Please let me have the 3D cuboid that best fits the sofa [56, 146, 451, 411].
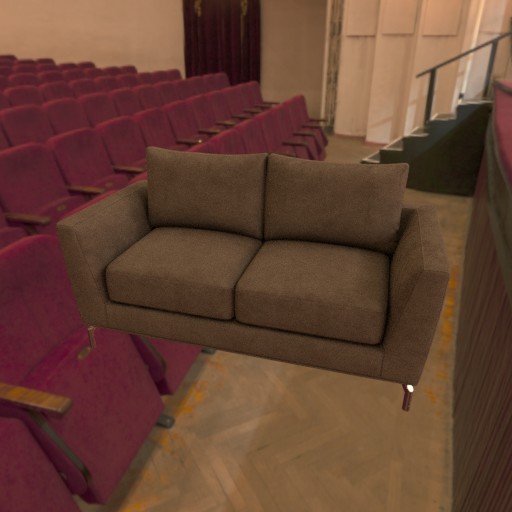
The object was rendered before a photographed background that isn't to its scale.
[{"bbox_3d":[0.000,0.000,2.407,1.832,1.013,0.855,7,26,15],"label":"sofa"}]
